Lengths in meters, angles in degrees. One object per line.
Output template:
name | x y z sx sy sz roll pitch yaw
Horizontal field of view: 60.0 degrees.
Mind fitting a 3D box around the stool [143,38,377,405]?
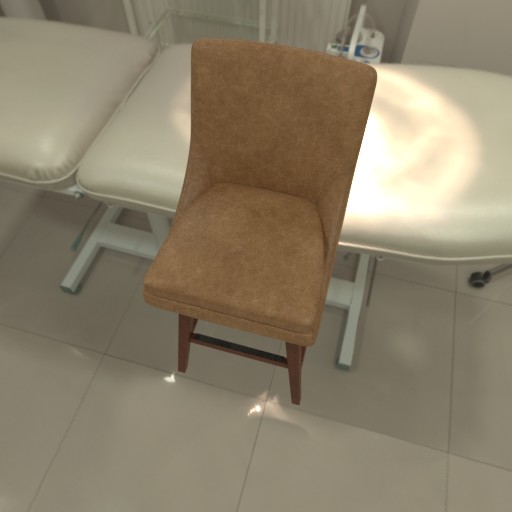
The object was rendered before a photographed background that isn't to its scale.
stool | 0.000 0.000 1.388 0.487 1.079 0.572 13 58 8
